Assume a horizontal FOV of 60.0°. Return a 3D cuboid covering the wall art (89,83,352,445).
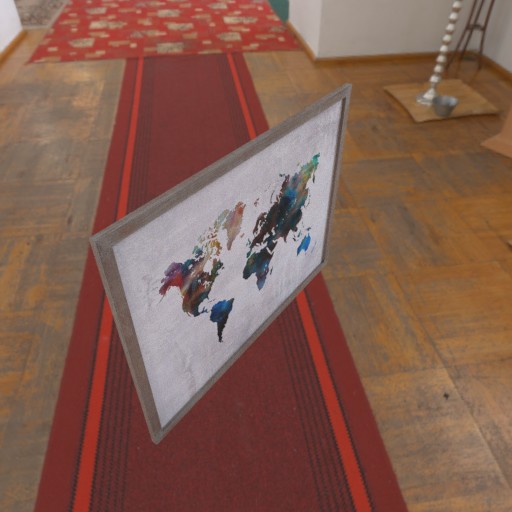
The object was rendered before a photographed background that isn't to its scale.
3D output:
[{"bbox_3d":[0.000,0.000,1.378,0.019,0.774,1.012,26,47,27],"label":"wall art"}]
